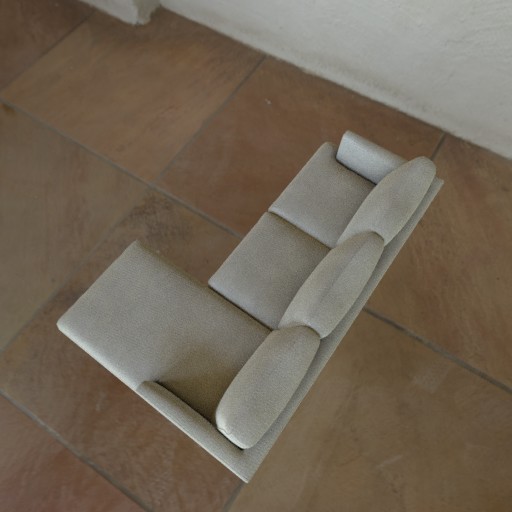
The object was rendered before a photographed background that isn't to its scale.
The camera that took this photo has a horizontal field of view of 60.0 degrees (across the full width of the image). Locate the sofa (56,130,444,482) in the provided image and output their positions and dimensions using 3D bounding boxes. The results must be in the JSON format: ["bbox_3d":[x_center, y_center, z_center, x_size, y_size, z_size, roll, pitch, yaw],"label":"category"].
[{"bbox_3d":[0.000,0.000,2.937,1.504,0.956,2.233,33,69,15],"label":"sofa"}]
